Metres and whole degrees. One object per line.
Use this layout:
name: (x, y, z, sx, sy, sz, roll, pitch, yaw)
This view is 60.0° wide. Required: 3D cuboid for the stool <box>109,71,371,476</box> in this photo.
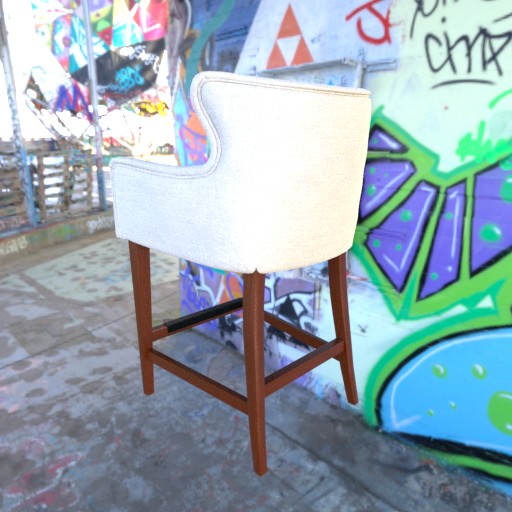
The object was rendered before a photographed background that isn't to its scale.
stool: (0.000, 0.000, 1.359, 0.615, 0.987, 0.637, -15, 21, -42)
